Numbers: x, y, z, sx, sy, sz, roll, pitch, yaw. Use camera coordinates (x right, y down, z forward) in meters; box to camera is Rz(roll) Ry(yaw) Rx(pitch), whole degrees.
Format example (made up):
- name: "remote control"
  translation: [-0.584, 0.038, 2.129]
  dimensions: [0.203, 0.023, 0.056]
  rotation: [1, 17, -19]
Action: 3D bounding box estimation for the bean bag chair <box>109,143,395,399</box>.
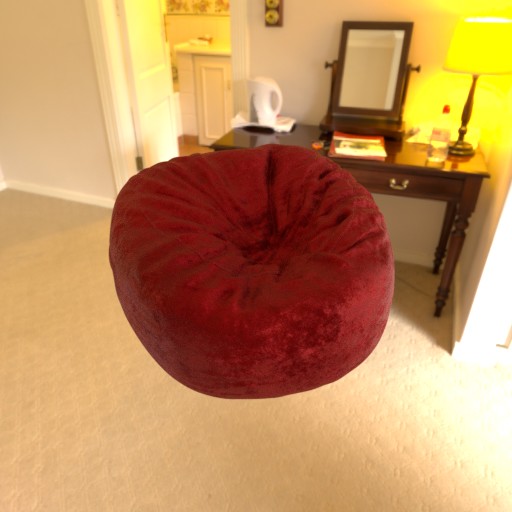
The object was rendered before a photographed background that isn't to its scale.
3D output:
- name: "bean bag chair"
  translation: [0.000, 0.000, 2.429]
  dimensions: [1.524, 0.878, 1.524]
  rotation: [-9, 32, -15]
